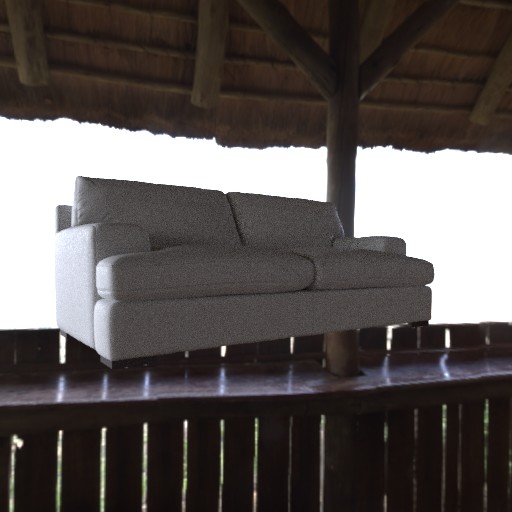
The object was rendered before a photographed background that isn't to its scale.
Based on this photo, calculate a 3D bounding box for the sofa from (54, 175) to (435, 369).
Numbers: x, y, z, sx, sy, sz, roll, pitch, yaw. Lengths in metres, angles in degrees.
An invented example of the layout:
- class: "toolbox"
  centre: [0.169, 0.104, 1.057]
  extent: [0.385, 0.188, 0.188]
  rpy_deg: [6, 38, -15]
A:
- class: "sofa"
  centre: [0.000, 0.000, 2.817]
  extent: [2.261, 0.940, 1.143]
  rpy_deg: [0, -1, -35]
